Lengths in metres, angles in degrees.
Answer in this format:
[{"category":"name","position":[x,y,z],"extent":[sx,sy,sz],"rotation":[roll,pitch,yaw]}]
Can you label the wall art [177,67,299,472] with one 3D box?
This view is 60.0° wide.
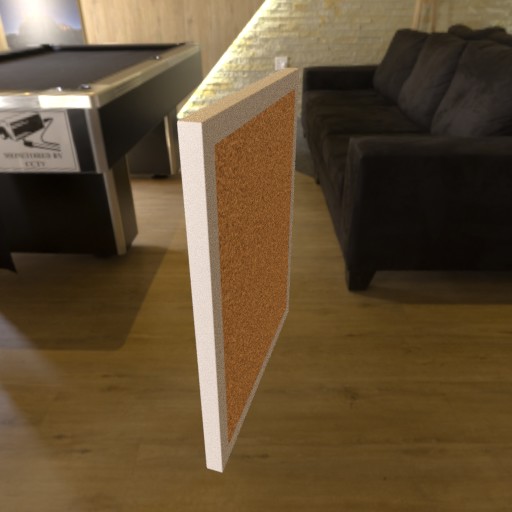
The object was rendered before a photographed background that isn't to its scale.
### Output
[{"category":"wall art","position":[0.000,0.000,0.771],"extent":[0.028,0.556,0.454],"rotation":[9,31,15]}]
